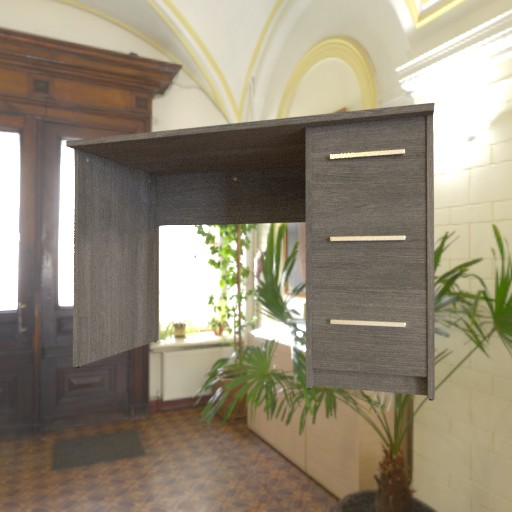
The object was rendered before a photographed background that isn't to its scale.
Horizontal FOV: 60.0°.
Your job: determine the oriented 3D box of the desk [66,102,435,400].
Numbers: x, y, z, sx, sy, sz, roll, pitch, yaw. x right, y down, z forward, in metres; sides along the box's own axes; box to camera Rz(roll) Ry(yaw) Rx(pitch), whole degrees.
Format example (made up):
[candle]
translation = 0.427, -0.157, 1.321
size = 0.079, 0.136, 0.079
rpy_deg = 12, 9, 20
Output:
[desk]
translation = 0.000, 0.000, 1.509
size = 1.097, 0.735, 0.560
rpy_deg = 0, -1, 18
